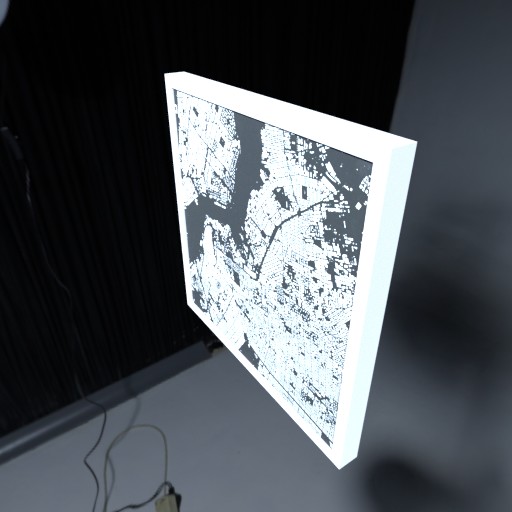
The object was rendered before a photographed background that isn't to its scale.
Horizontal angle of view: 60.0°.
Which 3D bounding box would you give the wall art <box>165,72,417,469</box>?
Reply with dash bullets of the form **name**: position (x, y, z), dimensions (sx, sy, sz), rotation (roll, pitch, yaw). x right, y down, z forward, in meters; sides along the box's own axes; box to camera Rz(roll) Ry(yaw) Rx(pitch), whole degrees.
- **wall art**: position (0.000, 0.000, 0.739), dimensions (0.038, 0.506, 0.506), rotation (-20, 37, -29)
